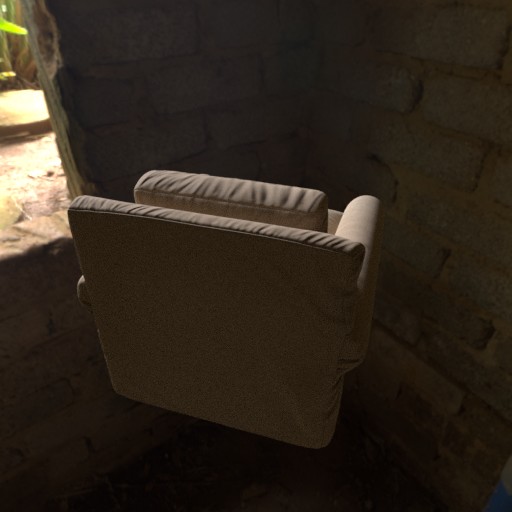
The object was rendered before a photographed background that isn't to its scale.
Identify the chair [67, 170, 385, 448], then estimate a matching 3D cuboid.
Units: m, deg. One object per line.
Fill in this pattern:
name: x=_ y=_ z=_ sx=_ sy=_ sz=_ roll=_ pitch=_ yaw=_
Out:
chair: x=0.000 y=0.000 z=1.757 sx=0.940 sy=0.866 sz=1.066 roll=10 pitch=35 yaw=14
